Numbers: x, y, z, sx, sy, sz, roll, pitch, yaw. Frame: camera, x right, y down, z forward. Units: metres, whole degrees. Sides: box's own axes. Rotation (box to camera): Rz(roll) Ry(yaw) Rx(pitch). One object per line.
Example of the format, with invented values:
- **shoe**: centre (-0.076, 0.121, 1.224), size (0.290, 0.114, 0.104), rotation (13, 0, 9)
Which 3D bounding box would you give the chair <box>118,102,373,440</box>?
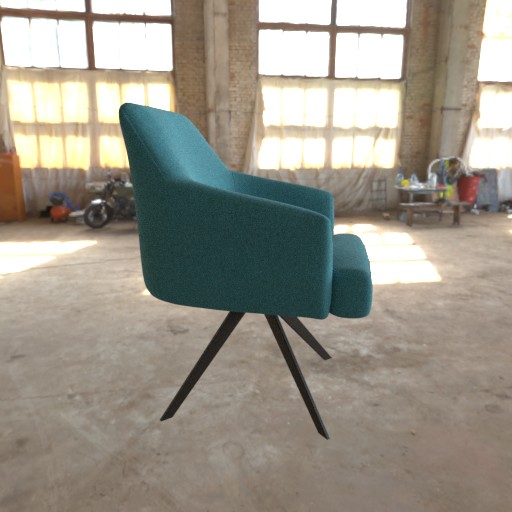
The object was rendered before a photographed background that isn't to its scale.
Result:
- **chair**: centre (0.000, 0.000, 1.362), size (0.677, 0.874, 0.642), rotation (2, 14, 10)
